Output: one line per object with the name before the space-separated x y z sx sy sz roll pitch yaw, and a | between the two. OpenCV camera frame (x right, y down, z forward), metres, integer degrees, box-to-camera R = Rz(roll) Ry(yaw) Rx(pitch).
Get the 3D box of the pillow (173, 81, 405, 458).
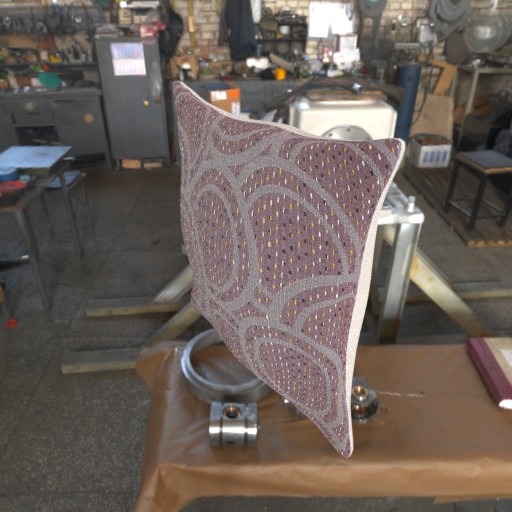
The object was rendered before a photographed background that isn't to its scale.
pillow | 0.000 0.000 0.764 0.163 0.513 0.514 -20 35 -30
